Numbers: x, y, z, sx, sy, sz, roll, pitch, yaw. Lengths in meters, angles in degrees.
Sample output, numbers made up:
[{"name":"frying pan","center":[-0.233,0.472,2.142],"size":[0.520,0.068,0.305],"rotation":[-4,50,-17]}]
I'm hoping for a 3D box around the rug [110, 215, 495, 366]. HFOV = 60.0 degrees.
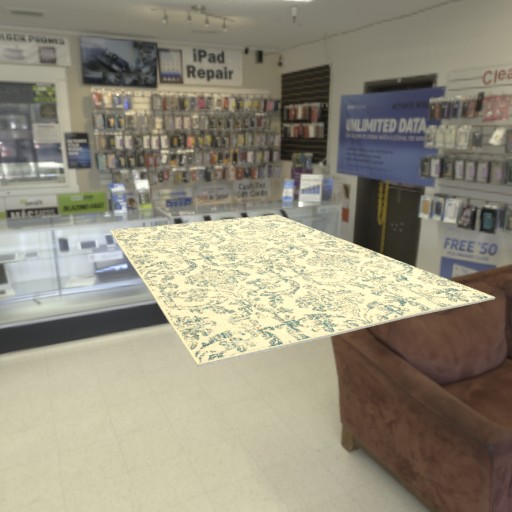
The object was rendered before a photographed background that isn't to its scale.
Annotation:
[{"name":"rug","center":[0.000,0.000,3.421],"size":[1.819,0.018,2.746],"rotation":[-7,18,-24]}]
